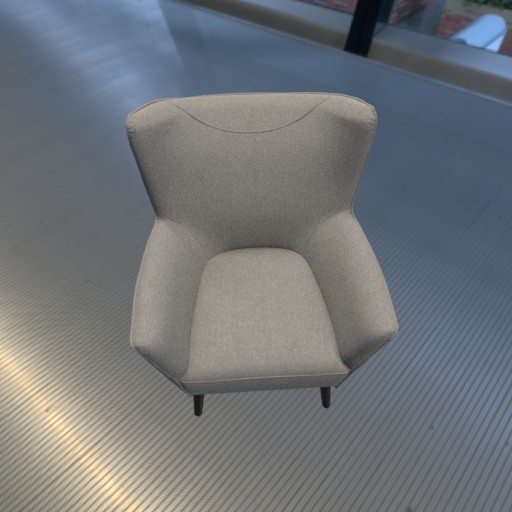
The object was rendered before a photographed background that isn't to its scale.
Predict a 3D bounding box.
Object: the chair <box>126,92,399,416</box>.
[{"bbox_3d":[0.000,0.000,1.592,0.781,0.933,0.888,-3,47,-3],"label":"chair"}]
